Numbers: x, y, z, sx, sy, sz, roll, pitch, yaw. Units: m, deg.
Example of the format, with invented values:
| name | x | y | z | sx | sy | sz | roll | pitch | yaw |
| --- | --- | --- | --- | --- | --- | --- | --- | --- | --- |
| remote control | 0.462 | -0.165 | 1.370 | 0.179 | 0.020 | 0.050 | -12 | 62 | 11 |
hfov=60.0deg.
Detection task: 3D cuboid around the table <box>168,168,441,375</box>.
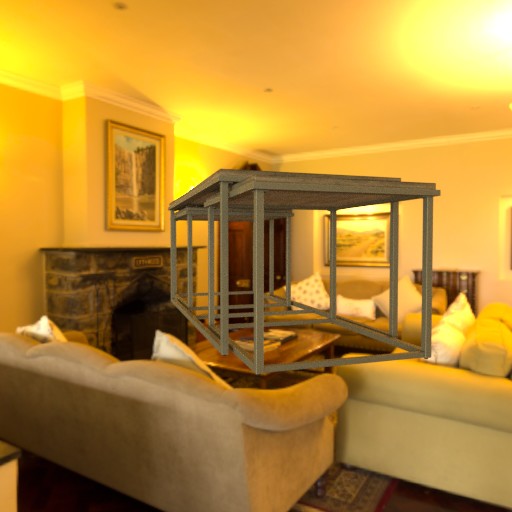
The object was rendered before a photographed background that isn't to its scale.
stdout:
| name | x | y | z | sx | sy | sz | roll | pitch | yaw |
| --- | --- | --- | --- | --- | --- | --- | --- | --- | --- |
| table | 0.000 | 0.000 | 1.536 | 0.489 | 0.427 | 1.312 | -1 | 2 | -18 |
